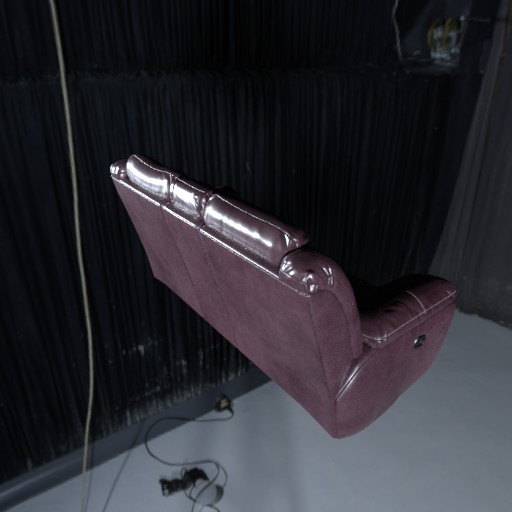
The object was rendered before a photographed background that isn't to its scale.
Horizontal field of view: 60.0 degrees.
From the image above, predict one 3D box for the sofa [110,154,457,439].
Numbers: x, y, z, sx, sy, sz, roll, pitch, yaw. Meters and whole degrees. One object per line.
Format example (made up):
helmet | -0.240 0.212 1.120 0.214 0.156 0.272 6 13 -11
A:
sofa | 0.000 0.000 2.630 0.991 1.043 2.058 -18 31 -32
